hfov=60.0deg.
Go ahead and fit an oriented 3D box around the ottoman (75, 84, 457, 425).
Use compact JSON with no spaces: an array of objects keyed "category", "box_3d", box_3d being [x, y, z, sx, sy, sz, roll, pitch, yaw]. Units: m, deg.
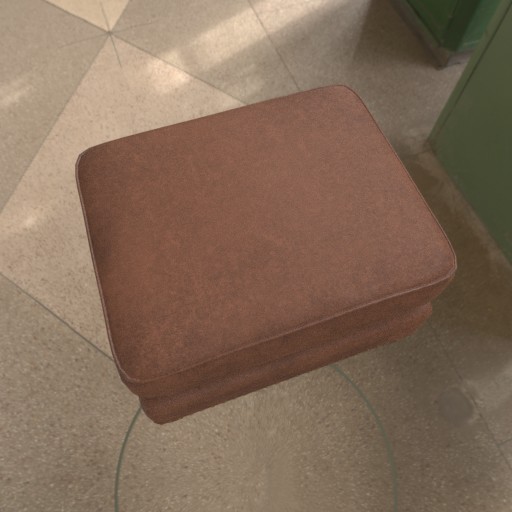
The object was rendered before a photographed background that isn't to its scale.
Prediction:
[{"category":"ottoman","box_3d":[0.000,0.000,1.132,0.738,0.537,0.589,-17,65,-8]}]
